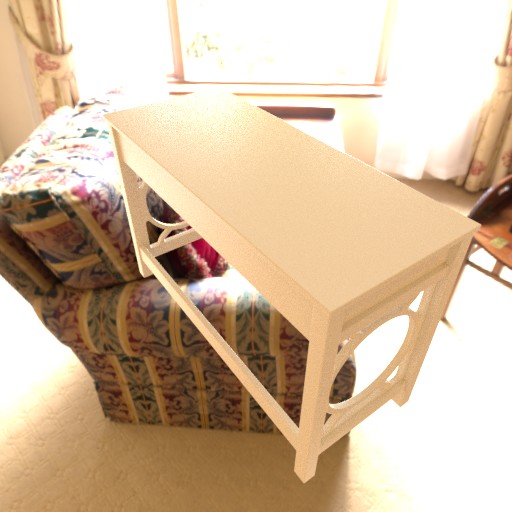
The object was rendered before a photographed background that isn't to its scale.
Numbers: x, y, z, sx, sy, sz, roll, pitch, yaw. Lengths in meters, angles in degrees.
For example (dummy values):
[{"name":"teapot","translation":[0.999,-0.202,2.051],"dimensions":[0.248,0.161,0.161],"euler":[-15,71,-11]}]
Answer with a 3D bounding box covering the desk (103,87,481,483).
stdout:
[{"name":"desk","translation":[0.000,0.000,1.573],"dimensions":[0.504,0.762,1.191],"euler":[-25,45,-27]}]
